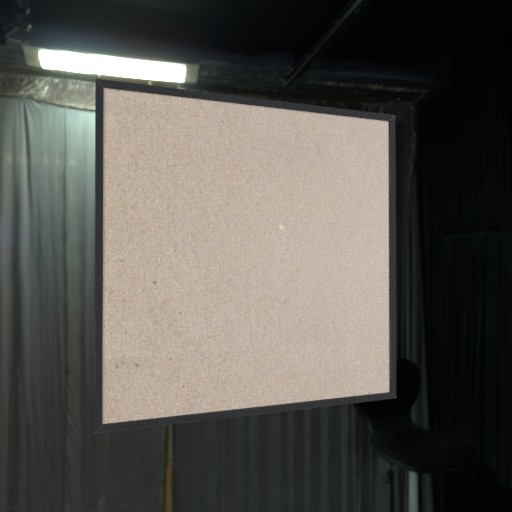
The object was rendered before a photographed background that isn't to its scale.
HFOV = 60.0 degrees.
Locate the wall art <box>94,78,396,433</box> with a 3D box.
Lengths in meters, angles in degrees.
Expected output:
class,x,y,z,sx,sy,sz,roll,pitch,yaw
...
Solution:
class,x,y,z,sx,sy,sz,roll,pitch,yaw
wall art,0.000,0.000,0.447,0.305,0.305,0.038,0,-1,-19
